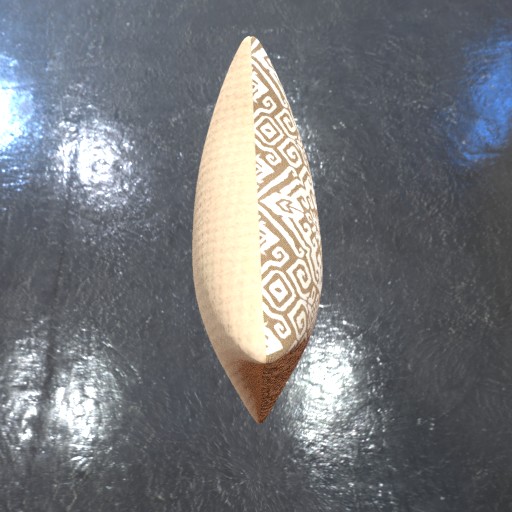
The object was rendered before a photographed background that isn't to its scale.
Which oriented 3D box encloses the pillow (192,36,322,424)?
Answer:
[{"bbox_3d":[0.000,0.000,0.643,0.173,0.407,0.419,-2,64,-1],"label":"pillow"}]
